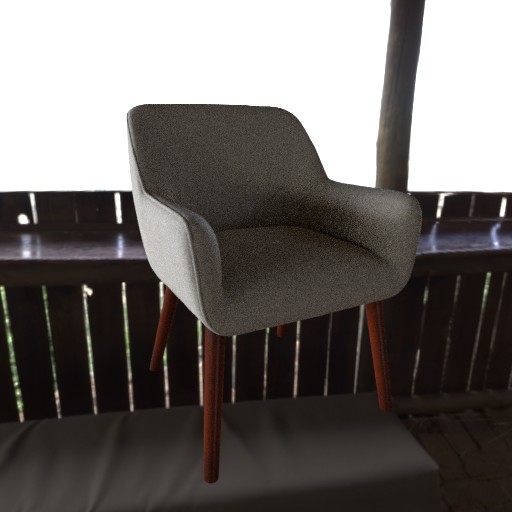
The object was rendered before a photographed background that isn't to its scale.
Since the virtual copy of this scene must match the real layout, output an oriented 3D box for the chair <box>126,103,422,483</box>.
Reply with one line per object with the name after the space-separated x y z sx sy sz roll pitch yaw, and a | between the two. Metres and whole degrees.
0.000 0.000 1.221 0.610 0.813 0.610 -9 19 -27 | chair
